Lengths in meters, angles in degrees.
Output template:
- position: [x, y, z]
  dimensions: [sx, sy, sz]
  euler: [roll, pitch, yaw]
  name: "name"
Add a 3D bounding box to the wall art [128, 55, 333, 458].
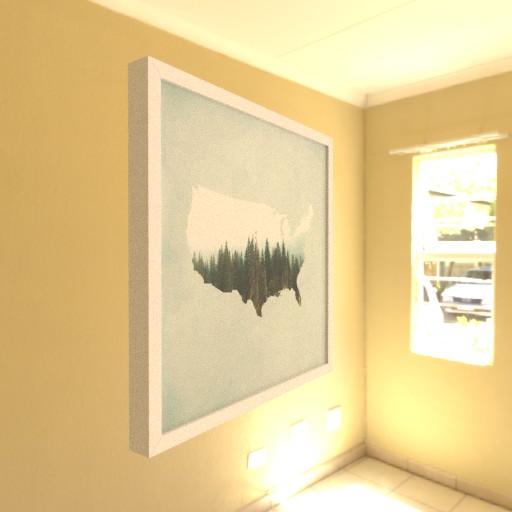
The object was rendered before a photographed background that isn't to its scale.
- position: [0.000, 0.000, 0.464]
  dimensions: [0.024, 0.304, 0.304]
  euler: [0, 1, 37]
  name: "wall art"
